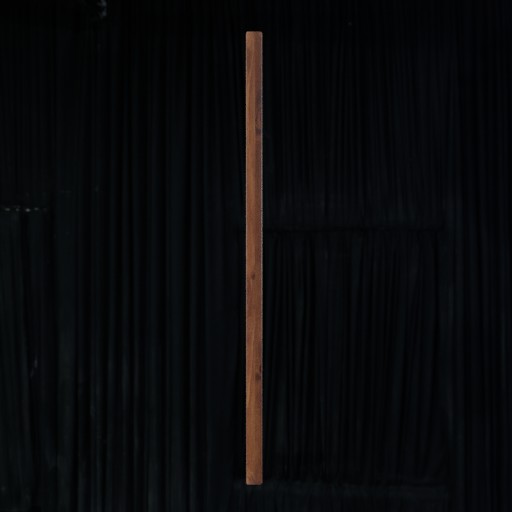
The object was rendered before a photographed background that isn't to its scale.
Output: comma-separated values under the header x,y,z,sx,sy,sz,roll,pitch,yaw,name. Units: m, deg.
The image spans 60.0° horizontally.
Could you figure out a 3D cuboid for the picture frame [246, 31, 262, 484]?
x,y,z,sx,sy,sz,roll,pitch,yaw,name
0.000,0.000,1.202,0.029,0.817,0.810,0,1,0,picture frame
